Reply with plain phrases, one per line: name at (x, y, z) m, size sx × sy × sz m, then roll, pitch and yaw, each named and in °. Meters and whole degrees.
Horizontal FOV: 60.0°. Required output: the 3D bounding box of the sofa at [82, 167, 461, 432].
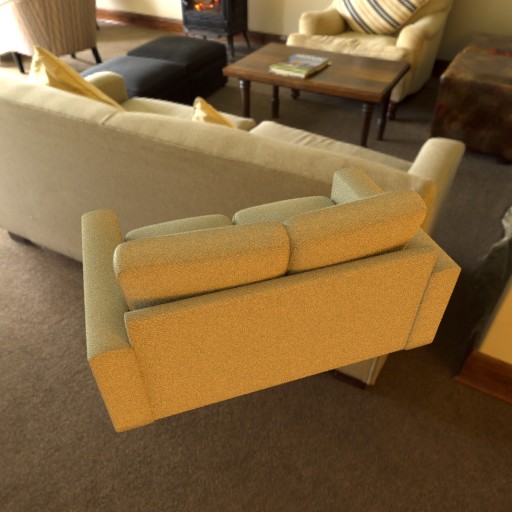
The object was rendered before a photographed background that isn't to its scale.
sofa at (0.000, 0.000, 2.231) m, size 1.616 × 0.873 × 1.016 m, roll -12°, pitch 42°, yaw -14°
